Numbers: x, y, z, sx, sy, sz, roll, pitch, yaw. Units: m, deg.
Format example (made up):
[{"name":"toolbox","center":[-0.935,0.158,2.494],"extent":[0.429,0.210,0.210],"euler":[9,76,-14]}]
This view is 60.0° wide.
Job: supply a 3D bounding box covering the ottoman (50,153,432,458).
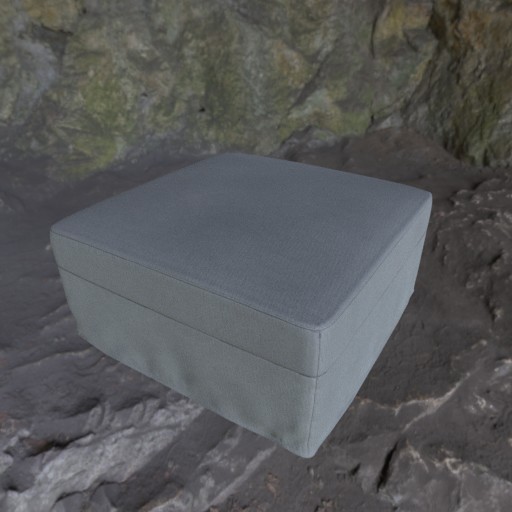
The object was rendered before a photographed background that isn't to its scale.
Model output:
[{"name":"ottoman","center":[0.000,0.000,1.375],"extent":[0.842,0.441,0.843],"euler":[18,34,28]}]
